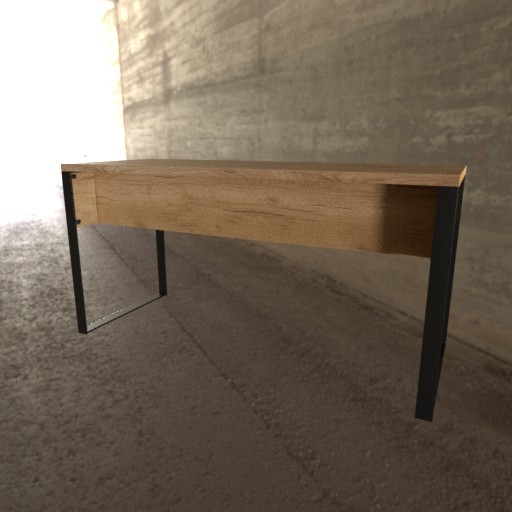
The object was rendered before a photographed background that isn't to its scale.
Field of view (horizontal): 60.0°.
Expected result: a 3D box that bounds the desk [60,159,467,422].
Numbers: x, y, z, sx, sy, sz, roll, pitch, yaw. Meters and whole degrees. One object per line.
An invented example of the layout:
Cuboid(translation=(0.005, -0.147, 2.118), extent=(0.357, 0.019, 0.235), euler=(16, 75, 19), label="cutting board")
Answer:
Cuboid(translation=(0.000, 0.000, 1.872), extent=(1.520, 0.760, 0.600), euler=(7, 16, 25), label="desk")
